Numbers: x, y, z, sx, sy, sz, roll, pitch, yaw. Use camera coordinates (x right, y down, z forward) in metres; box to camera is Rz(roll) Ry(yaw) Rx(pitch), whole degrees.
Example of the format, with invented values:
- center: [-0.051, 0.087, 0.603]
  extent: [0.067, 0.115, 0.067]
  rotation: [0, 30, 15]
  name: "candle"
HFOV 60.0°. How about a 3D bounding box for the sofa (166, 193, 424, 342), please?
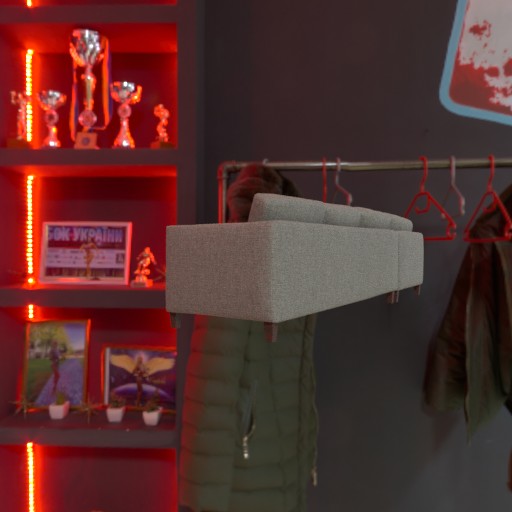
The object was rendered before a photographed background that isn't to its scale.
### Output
- center: [0.000, 0.000, 4.639]
  extent: [2.593, 0.947, 3.302]
  rotation: [1, 2, 35]
  name: "sofa"
